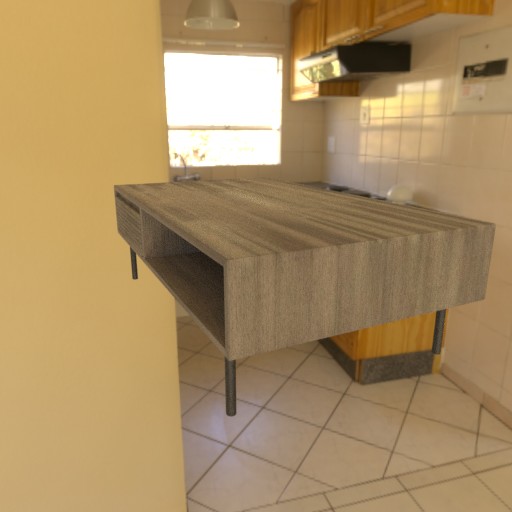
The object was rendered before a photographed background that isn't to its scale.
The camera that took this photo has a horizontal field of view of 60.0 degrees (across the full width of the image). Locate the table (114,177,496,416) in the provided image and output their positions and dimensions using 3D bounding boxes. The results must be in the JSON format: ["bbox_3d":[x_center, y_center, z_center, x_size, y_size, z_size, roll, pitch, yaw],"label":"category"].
[{"bbox_3d":[0.000,0.000,1.353,0.643,0.347,1.088,-8,18,-25],"label":"table"}]
